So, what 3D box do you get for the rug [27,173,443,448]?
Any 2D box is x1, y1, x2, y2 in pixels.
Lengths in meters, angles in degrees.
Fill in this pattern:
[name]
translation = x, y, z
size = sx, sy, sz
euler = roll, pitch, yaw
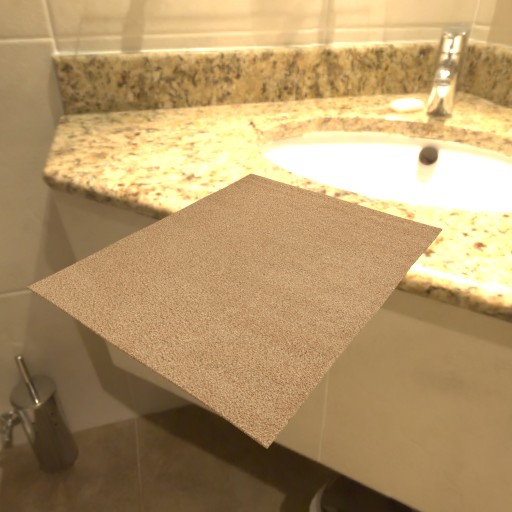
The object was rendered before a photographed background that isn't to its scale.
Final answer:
[rug]
translation = 0.000, 0.000, 4.011
size = 2.400, 0.026, 3.000
euler = 22, 39, 30
